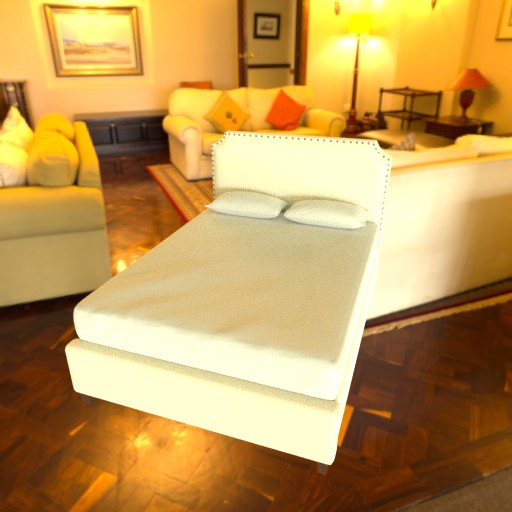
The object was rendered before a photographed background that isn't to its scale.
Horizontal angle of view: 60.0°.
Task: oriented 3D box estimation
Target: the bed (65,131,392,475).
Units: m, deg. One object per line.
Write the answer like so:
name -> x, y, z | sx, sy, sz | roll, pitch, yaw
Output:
bed -> 0.000, 0.000, 3.363 | 1.703, 1.415, 2.329 | 9, 27, 18
